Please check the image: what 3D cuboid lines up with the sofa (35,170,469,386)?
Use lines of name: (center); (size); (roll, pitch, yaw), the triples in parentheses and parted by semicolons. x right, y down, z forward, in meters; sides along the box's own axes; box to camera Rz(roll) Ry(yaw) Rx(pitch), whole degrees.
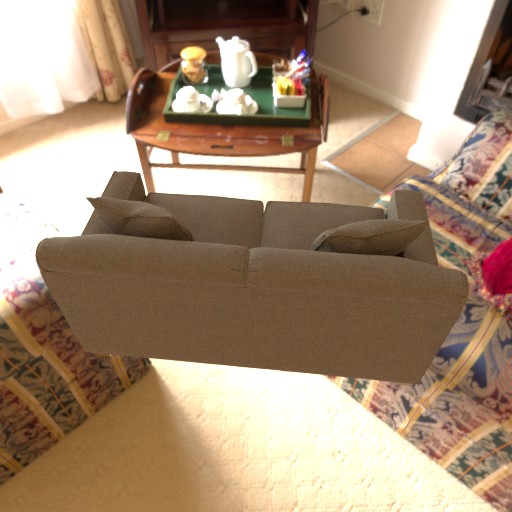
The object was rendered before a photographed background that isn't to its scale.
sofa: (0.000, 0.000, 2.445); (1.846, 0.958, 1.000); (5, 49, 4)
